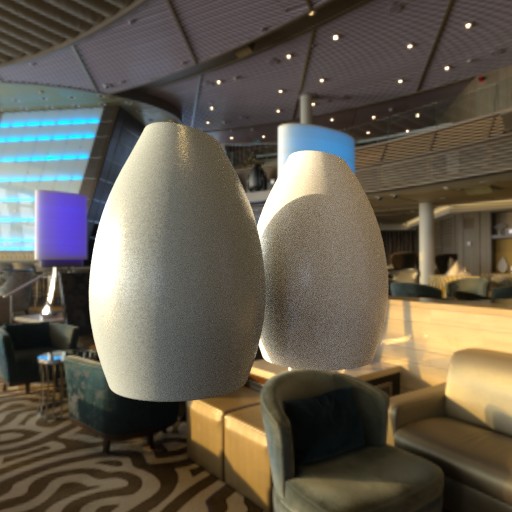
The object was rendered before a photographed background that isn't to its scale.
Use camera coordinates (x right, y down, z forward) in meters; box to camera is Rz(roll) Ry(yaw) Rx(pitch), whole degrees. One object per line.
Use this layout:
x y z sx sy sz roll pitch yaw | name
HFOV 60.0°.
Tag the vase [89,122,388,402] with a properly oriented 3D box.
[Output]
0.000 0.000 0.260 0.187 0.131 0.089 0 -1 -36 | vase
